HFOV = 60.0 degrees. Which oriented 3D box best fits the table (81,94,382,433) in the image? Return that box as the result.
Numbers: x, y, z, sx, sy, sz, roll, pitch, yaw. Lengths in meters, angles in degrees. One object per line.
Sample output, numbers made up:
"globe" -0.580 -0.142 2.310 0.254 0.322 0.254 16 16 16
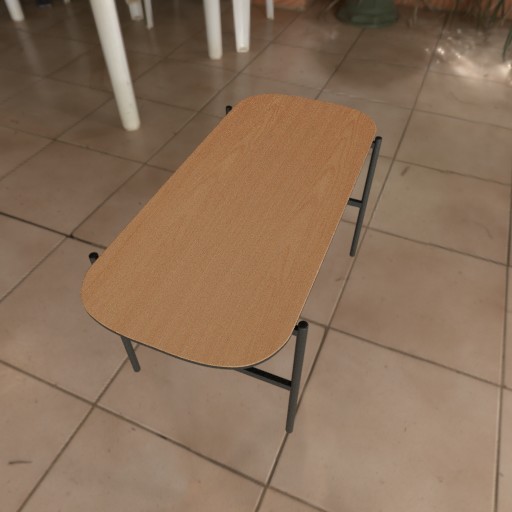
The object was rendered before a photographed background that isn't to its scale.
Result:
"table" 0.000 0.000 1.042 0.400 0.400 0.800 17 49 15
